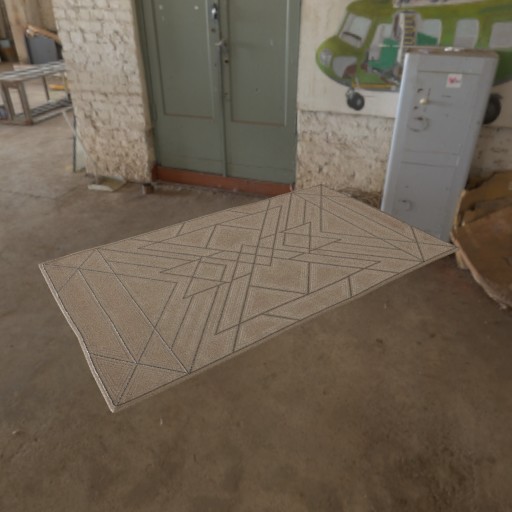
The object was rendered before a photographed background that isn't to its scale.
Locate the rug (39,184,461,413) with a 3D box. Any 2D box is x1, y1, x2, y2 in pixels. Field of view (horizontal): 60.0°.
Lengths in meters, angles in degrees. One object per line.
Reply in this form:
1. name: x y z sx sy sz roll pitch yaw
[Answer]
1. rug: 0.000 0.000 1.052 0.869 0.008 0.511 -20 36 -29
